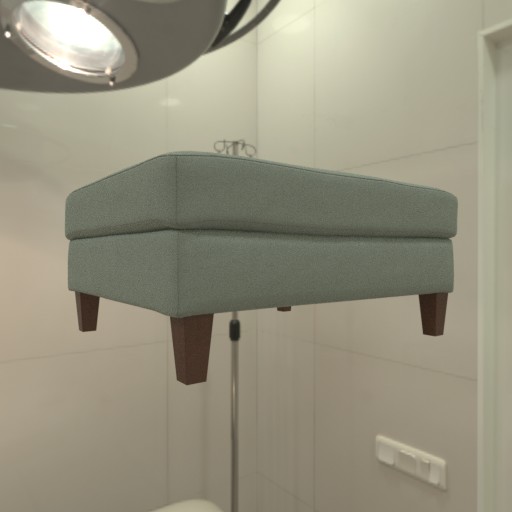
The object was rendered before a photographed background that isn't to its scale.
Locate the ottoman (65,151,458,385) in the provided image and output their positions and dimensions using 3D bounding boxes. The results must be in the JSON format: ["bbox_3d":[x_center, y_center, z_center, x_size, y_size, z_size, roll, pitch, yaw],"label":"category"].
[{"bbox_3d":[0.000,0.000,1.424,0.991,0.494,0.842,0,0,-37],"label":"ottoman"}]
